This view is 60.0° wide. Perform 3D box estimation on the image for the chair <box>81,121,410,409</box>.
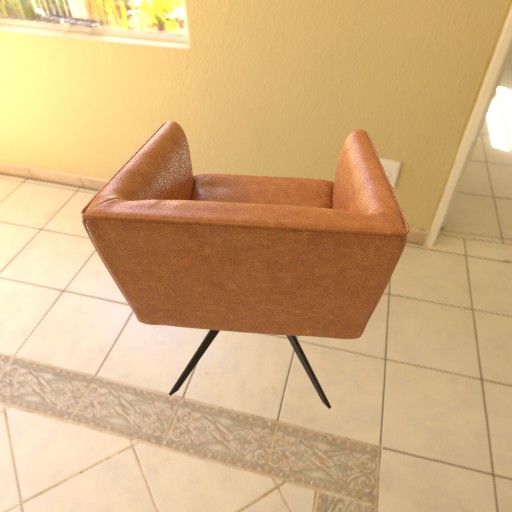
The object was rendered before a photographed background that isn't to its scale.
[{"bbox_3d":[0.000,0.000,1.235,0.588,0.760,0.625,4,45,4],"label":"chair"}]
